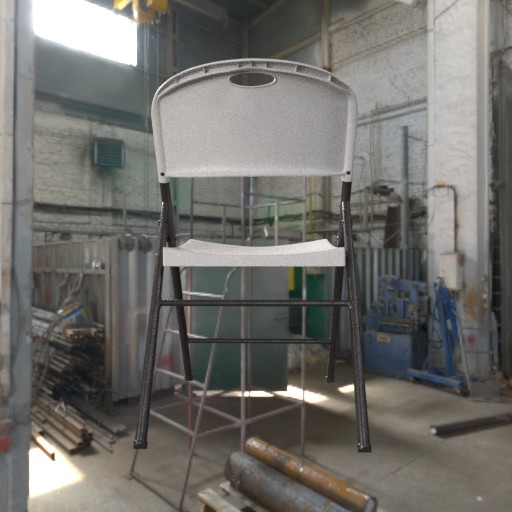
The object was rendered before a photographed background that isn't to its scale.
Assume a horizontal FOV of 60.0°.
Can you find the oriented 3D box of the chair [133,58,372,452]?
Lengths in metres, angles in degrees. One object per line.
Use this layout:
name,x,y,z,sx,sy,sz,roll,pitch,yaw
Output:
chair,0.000,0.000,1.180,0.494,0.810,0.566,0,-1,2
